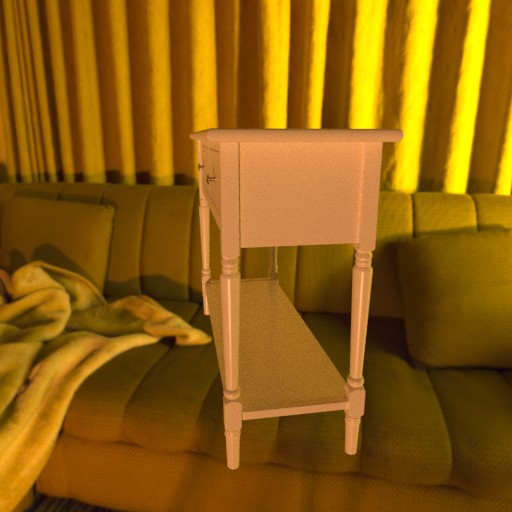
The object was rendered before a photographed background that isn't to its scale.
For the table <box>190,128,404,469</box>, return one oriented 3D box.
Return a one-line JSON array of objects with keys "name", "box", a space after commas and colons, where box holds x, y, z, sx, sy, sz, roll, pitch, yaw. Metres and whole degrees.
[{"name": "table", "box": [0.000, 0.000, 1.508, 0.386, 0.814, 1.191, -3, 15, -9]}]
